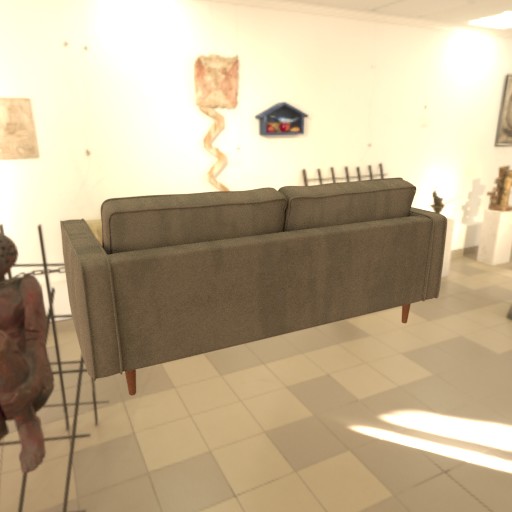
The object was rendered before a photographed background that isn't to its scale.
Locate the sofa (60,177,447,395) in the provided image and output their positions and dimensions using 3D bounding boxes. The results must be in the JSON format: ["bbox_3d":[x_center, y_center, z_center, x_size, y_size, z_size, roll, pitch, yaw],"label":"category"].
[{"bbox_3d":[0.000,0.000,2.441,1.920,0.825,0.924,-8,19,-26],"label":"sofa"}]
